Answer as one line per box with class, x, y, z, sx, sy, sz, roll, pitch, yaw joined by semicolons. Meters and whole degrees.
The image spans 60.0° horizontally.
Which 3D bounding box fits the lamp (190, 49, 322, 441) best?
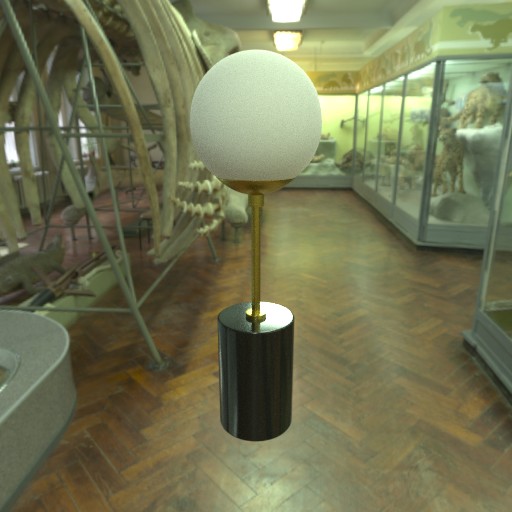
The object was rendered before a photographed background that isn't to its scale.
lamp;0.000;0.000;0.565;0.153;0.480;0.153;0;16;0
